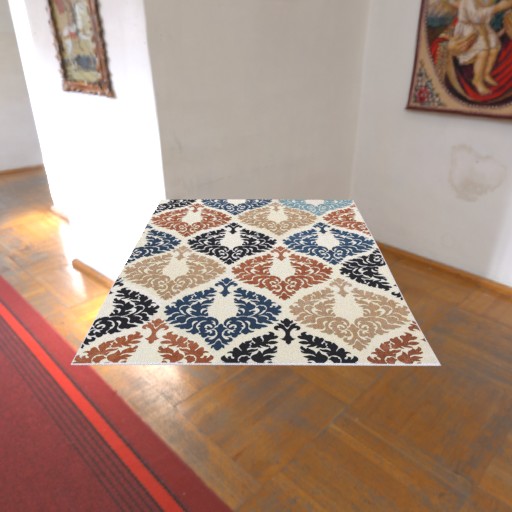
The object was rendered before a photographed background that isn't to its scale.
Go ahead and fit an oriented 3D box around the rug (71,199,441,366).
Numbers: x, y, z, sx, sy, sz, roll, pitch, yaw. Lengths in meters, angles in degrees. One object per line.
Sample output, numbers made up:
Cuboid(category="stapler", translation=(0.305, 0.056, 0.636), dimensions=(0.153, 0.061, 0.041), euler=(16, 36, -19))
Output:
Cuboid(category="rug", translation=(0.000, 0.000, 4.224), dimensions=(2.423, 0.014, 3.040), euler=(0, 28, 0))
